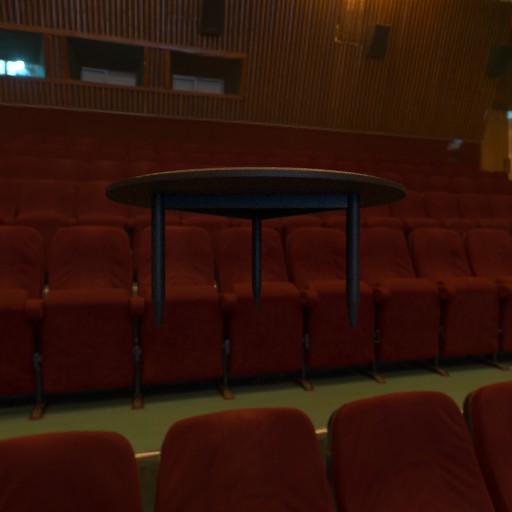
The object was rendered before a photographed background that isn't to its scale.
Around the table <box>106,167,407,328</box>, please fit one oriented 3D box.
[{"bbox_3d":[0.000,0.000,1.401,0.900,0.400,0.900,0,0,0],"label":"table"}]
